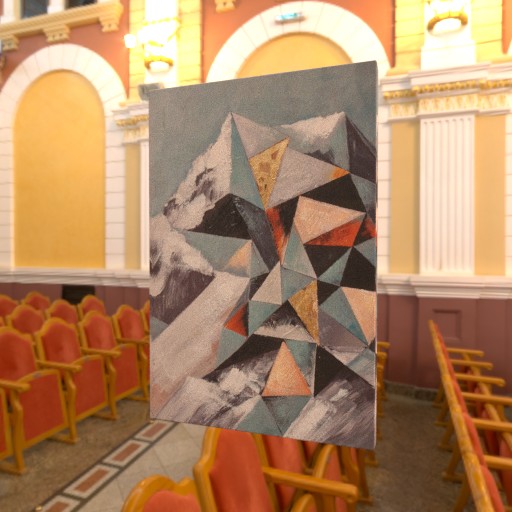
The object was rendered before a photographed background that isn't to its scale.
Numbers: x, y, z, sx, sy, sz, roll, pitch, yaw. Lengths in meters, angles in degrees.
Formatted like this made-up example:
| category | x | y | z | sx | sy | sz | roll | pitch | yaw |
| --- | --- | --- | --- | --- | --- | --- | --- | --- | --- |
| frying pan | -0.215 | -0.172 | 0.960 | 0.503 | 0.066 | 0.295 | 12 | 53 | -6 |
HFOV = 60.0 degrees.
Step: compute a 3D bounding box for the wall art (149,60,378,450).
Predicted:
| category | x | y | z | sx | sy | sz | roll | pitch | yaw |
| --- | --- | --- | --- | --- | --- | --- | --- | --- | --- |
| wall art | 0.000 | 0.000 | 1.158 | 0.609 | 0.911 | 0.061 | 0 | 1 | 19 |
